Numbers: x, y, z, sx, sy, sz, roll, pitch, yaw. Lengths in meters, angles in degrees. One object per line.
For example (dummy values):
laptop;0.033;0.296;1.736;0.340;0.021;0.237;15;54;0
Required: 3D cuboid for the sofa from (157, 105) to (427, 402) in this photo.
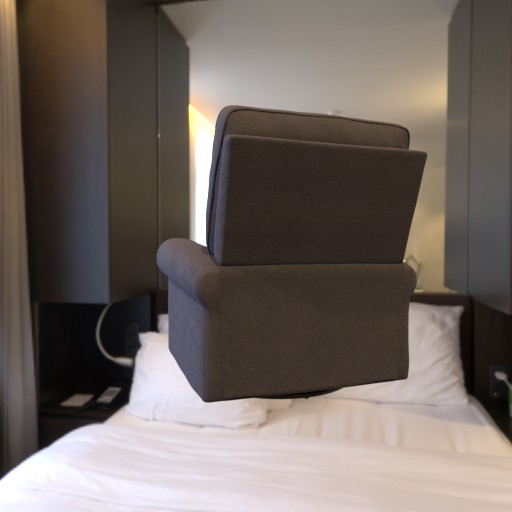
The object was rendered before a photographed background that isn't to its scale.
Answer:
sofa;0.000;0.000;2.030;0.880;0.959;1.478;0;1;-19
